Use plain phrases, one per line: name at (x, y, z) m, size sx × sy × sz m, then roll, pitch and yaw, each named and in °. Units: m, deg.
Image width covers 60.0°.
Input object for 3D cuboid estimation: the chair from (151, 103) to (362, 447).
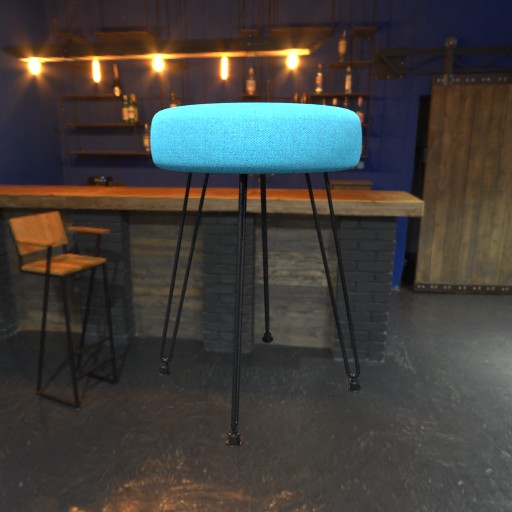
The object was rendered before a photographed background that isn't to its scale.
chair at (0.000, 0.000, 0.695) m, size 0.350 × 0.440 × 0.350 m, roll 2°, pitch 15°, yaw 9°
